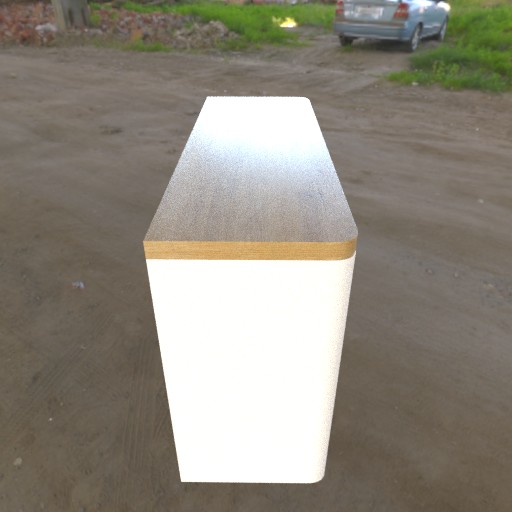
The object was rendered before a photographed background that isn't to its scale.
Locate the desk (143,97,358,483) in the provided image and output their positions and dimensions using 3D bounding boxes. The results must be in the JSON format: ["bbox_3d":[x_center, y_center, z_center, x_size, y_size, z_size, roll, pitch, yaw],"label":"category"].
[{"bbox_3d":[0.000,0.000,1.457,0.390,0.760,1.100,0,32,1],"label":"desk"}]
